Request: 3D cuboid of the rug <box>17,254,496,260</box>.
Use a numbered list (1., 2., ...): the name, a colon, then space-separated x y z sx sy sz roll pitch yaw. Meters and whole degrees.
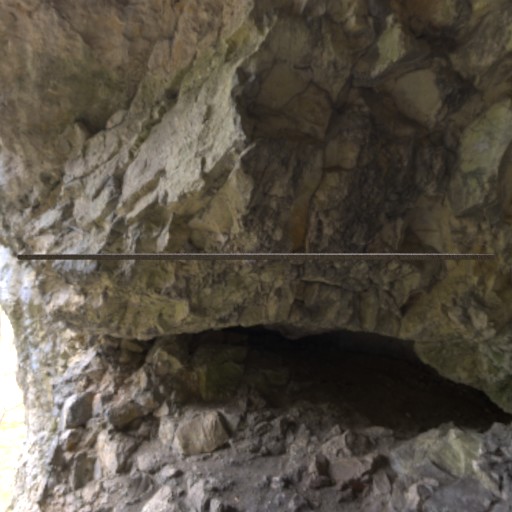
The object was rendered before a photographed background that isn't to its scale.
1. rug: 0.000 0.000 2.898 2.349 0.026 1.500 0 0 -1
